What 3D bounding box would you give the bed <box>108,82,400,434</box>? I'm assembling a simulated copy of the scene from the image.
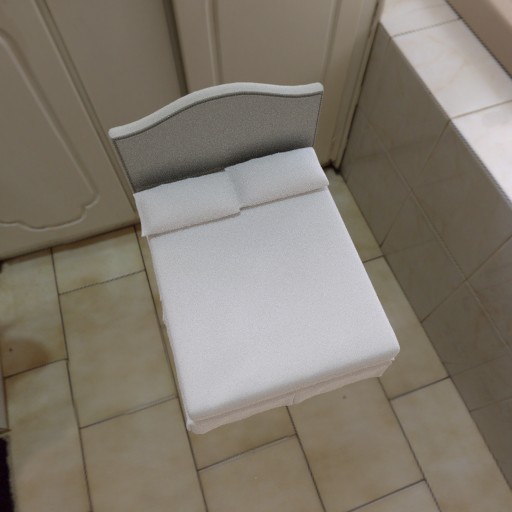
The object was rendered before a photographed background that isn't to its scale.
[{"bbox_3d":[0.000,0.000,3.569,1.813,1.607,2.180,-15,64,-7],"label":"bed"}]
